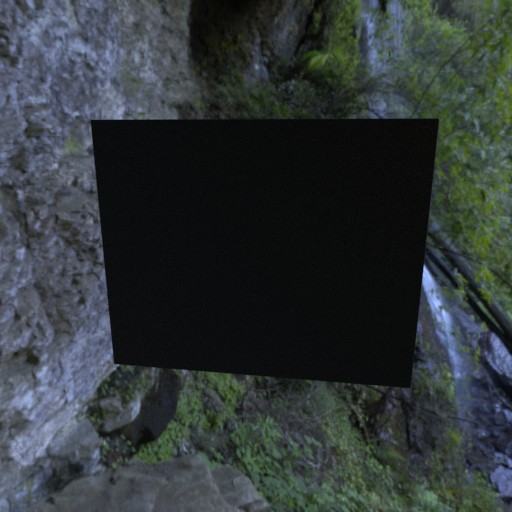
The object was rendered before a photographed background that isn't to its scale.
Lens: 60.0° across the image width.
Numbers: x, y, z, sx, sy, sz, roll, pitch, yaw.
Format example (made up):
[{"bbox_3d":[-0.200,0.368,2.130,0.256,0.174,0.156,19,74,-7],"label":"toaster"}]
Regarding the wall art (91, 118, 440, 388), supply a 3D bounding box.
[{"bbox_3d":[0.000,0.000,0.774,0.558,0.457,0.031,2,16,8],"label":"wall art"}]
